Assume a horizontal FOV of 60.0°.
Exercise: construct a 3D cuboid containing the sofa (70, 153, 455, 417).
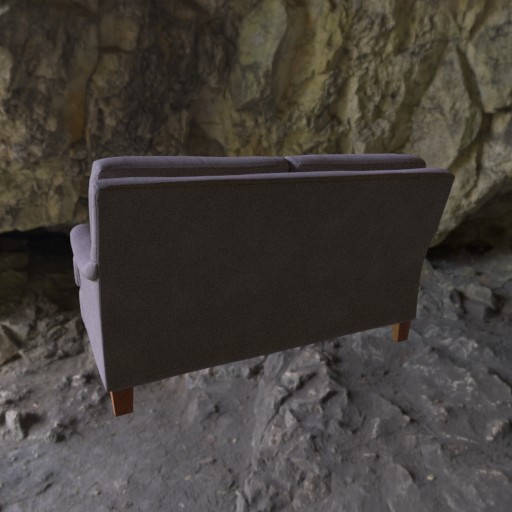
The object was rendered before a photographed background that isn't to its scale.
[{"bbox_3d":[0.000,0.000,2.453,1.853,1.101,1.084,-7,16,-26],"label":"sofa"}]
